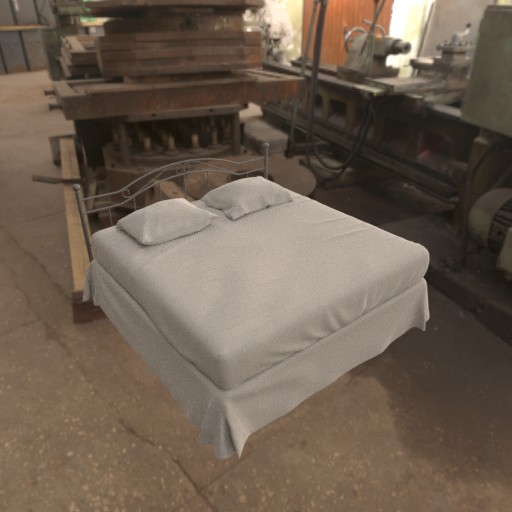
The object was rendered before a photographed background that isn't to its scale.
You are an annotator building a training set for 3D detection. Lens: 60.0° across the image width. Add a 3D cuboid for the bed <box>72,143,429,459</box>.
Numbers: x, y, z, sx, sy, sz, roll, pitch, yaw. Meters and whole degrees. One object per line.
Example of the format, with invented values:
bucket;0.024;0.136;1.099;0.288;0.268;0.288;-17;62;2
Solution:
bed;0.000;0.000;3.626;2.309;1.080;2.220;-21;36;-33
